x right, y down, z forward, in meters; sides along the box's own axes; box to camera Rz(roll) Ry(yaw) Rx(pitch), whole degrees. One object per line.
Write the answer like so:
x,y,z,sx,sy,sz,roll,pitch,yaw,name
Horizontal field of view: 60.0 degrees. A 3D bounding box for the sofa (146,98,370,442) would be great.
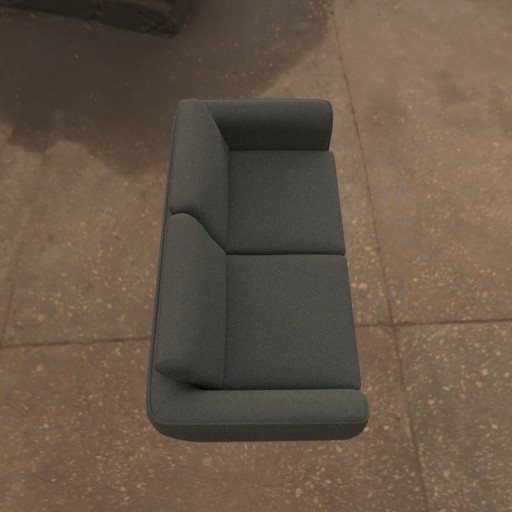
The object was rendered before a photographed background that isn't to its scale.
0.000,0.000,2.212,0.920,0.850,1.700,-1,63,0,sofa
